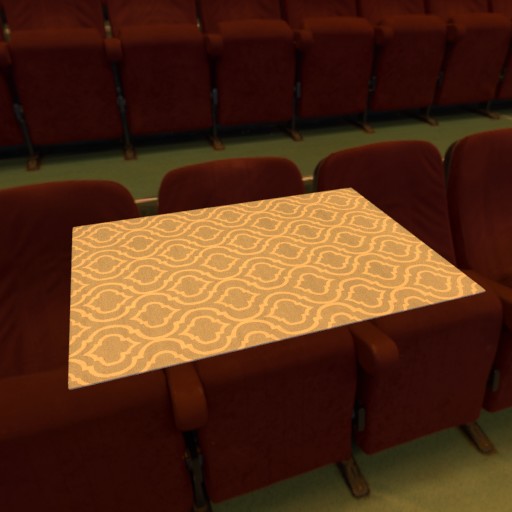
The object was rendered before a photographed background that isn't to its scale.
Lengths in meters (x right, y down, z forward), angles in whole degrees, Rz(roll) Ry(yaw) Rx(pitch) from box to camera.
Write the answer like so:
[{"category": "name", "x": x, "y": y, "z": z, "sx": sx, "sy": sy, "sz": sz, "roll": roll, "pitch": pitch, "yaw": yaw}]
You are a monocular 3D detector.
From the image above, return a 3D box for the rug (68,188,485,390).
[{"category": "rug", "x": 0.000, "y": 0.000, "z": 2.644, "sx": 2.080, "sy": 0.010, "sz": 1.451, "roll": -10, "pitch": 33, "yaw": -16}]
